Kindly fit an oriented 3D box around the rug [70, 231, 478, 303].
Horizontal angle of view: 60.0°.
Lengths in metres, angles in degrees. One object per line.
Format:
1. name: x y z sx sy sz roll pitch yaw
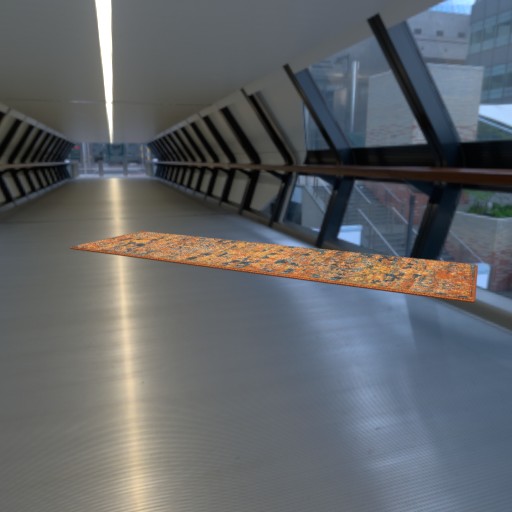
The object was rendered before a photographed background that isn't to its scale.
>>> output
1. rug: 0.000 0.000 2.536 2.274 0.016 0.651 7 15 26
